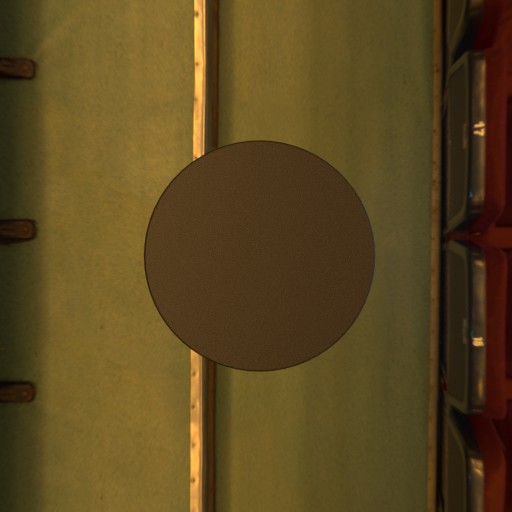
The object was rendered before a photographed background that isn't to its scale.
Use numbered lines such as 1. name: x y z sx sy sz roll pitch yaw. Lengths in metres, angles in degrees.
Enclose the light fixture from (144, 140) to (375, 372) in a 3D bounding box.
1. light fixture: 0.000 0.000 0.356 0.200 0.183 0.200 0 90 -2
